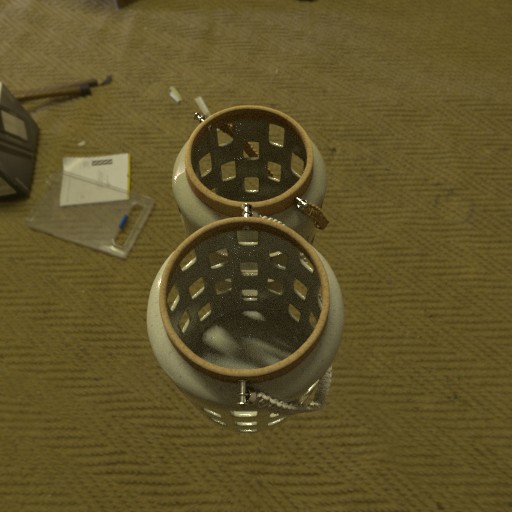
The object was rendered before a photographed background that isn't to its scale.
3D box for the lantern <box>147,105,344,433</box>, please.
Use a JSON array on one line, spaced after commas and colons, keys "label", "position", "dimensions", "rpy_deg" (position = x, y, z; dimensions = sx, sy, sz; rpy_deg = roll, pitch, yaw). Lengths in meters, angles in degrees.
[{"label": "lantern", "position": [0.000, 0.000, 0.485], "dimensions": [0.184, 0.255, 0.347], "rpy_deg": [0, 64, 0]}]
